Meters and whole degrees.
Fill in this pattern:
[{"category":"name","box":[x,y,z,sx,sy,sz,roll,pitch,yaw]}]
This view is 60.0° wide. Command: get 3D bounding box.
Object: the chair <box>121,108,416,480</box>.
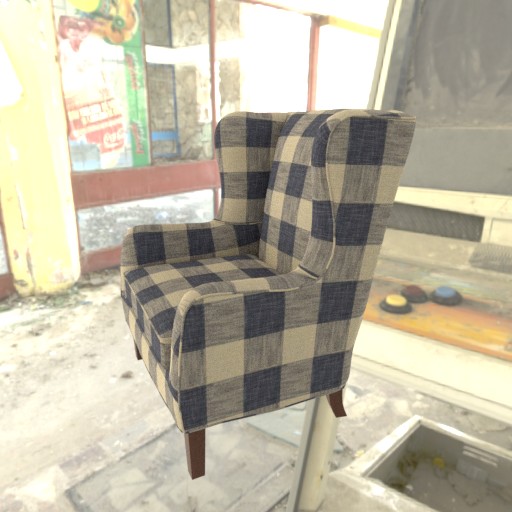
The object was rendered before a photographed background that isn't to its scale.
[{"category":"chair","box":[0.000,0.000,1.641,0.889,1.041,0.830,-9,20,-25]}]
